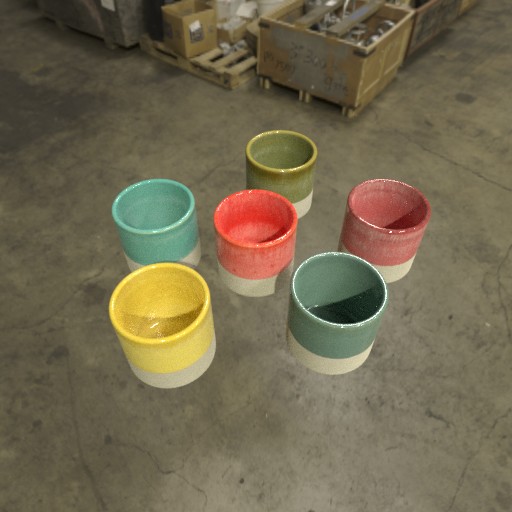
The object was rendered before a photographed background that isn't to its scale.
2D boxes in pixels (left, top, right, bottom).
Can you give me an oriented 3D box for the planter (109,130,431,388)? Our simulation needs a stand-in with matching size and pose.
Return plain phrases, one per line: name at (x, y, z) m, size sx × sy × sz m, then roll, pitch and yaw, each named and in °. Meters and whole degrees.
planter at (0.000, 0.000, 0.410) m, size 0.257 × 0.075 × 0.286 m, roll 32°, pitch 55°, yaw 26°
